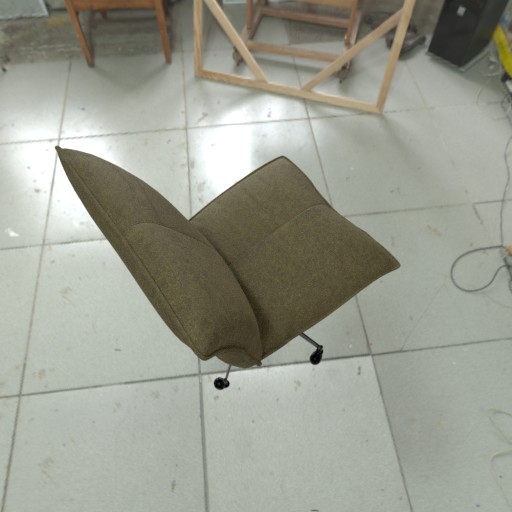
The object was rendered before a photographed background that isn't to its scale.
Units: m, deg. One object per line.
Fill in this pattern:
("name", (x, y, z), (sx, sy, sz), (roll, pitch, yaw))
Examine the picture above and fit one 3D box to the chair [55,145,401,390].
("chair", (0.000, 0.000, 1.294), (0.696, 0.811, 0.597), (-32, 64, -18))
